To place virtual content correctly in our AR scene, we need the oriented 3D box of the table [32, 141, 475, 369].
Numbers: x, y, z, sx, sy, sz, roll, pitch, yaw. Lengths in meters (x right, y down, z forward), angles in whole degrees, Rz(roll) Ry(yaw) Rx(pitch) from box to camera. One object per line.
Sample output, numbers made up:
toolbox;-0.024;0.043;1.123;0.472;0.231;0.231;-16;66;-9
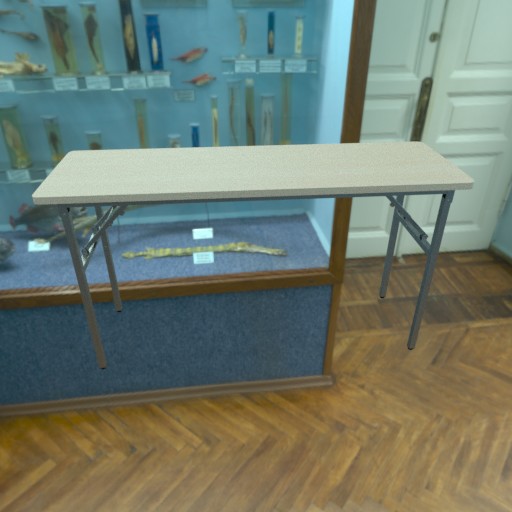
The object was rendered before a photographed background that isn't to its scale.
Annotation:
table;0.000;0.000;1.758;1.397;0.750;0.446;-3;31;-4
